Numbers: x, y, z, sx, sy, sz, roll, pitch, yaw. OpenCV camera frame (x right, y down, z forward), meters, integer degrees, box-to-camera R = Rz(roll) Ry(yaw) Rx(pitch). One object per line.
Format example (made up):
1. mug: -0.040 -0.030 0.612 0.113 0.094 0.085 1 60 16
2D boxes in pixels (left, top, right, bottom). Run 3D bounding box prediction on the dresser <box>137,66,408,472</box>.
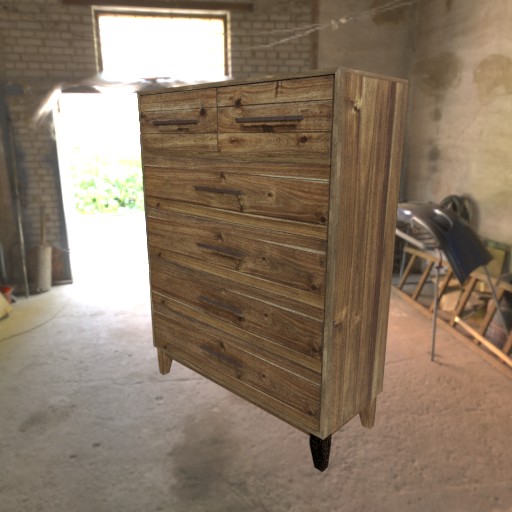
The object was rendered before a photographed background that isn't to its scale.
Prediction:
1. dresser: 0.000 0.000 1.939 1.062 1.393 0.442 14 20 42
